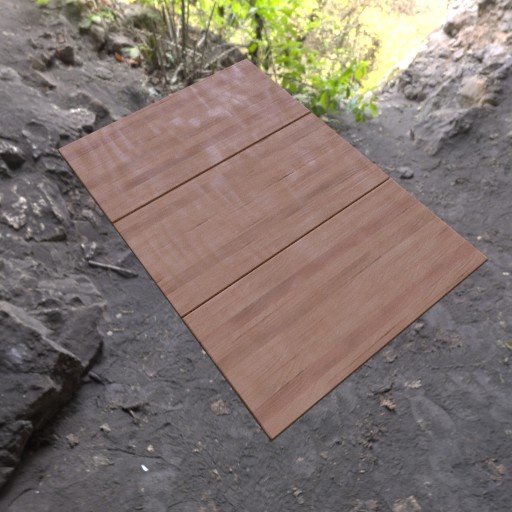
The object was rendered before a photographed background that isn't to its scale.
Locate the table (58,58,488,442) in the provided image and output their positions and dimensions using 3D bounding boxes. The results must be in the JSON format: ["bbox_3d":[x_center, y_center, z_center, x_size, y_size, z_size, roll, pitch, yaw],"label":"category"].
[{"bbox_3d":[0.000,0.000,1.885,0.900,0.770,1.300,-33,65,-18],"label":"table"}]
